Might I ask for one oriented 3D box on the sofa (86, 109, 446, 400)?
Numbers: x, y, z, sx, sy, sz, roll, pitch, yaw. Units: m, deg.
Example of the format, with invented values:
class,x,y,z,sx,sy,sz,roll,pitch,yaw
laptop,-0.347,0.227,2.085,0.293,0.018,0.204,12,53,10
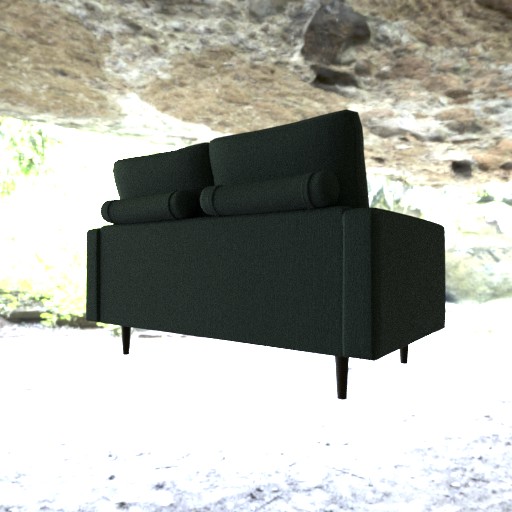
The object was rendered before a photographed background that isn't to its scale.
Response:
class,x,y,z,sx,sy,sz,roll,pitch,yaw
sofa,0.000,0.000,1.953,1.407,0.907,0.842,0,-1,37
